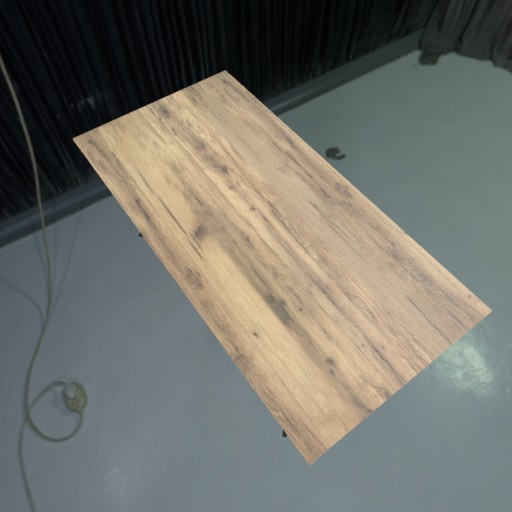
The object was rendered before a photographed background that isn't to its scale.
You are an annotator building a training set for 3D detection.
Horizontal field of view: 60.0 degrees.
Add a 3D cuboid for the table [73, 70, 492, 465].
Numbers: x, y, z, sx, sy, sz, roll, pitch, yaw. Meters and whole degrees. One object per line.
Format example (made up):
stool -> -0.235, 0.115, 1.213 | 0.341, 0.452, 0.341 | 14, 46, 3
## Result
table -> 0.000, 0.000, 2.461 | 1.000, 0.770, 2.000 | -32, 63, -18
